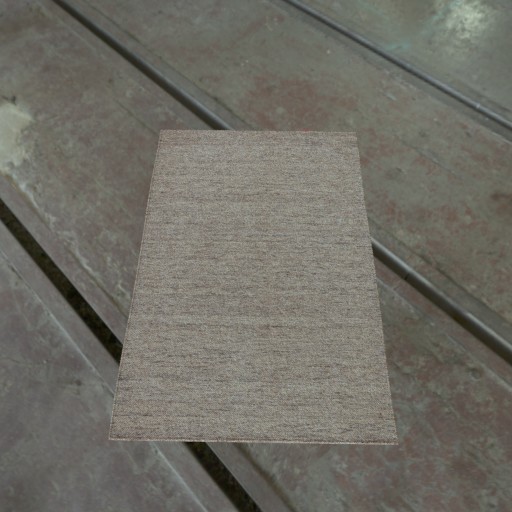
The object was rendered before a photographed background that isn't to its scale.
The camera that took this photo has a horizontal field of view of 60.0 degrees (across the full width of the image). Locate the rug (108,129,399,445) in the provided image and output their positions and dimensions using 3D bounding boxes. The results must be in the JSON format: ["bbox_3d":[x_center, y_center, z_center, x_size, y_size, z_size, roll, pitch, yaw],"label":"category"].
[{"bbox_3d":[0.000,0.000,2.921,1.547,0.013,2.283,1,60,0],"label":"rug"}]
